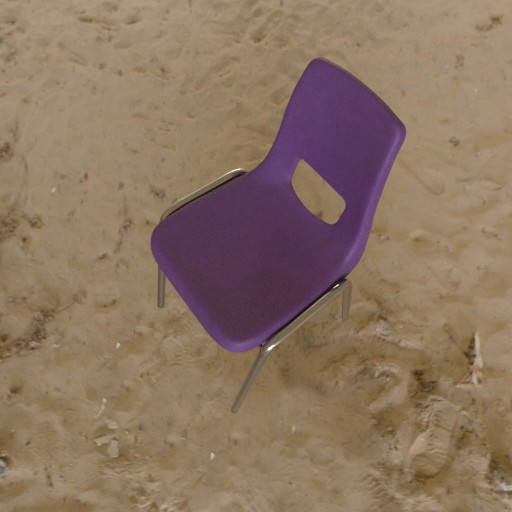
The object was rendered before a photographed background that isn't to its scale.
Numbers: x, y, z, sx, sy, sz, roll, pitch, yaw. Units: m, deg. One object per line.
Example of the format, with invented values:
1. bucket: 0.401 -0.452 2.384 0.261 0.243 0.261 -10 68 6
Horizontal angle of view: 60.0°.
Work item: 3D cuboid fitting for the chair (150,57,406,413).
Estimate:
1. chair: 0.000 0.000 0.956 0.432 0.704 0.381 -34 68 -16
